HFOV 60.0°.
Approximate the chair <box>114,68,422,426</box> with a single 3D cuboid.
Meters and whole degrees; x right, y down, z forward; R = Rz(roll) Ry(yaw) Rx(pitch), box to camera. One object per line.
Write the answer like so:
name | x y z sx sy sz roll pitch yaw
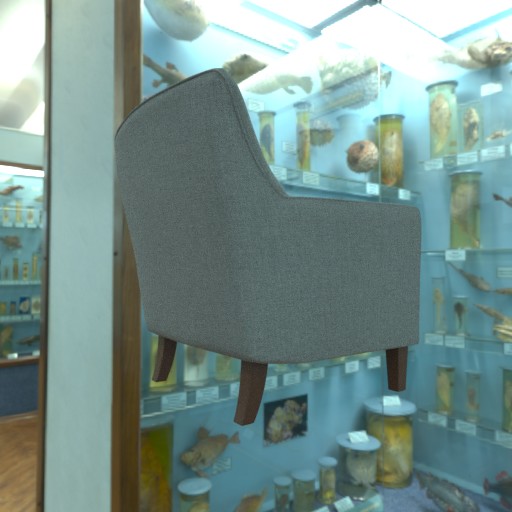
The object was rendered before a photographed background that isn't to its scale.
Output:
chair | 0.000 0.000 1.793 0.993 1.047 0.887 1 -2 -36
